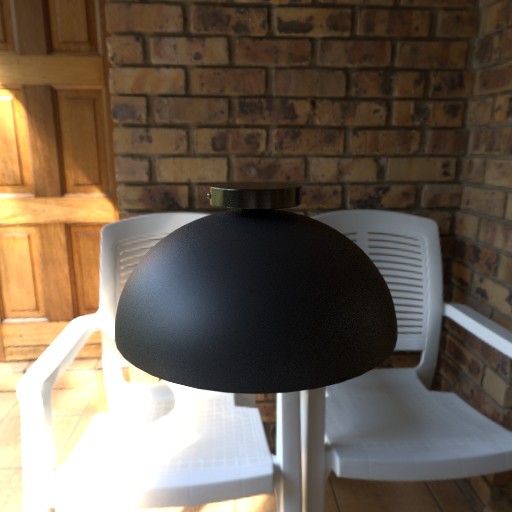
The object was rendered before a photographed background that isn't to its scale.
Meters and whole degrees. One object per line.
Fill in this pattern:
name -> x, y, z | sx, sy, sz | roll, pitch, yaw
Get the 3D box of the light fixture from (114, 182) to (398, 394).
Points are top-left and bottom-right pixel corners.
light fixture -> 0.000, 0.000, 0.561 | 0.355, 0.177, 0.355 | 0, 14, 0
